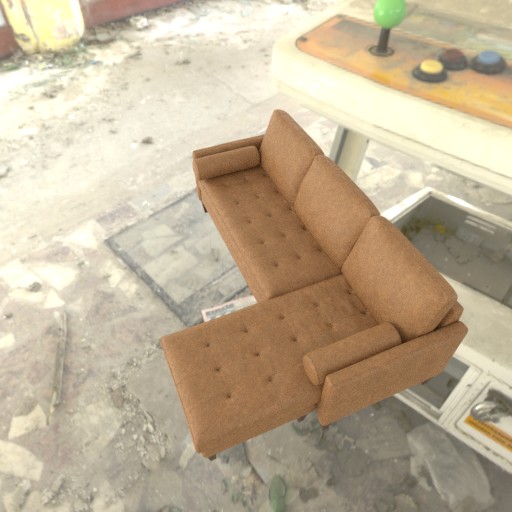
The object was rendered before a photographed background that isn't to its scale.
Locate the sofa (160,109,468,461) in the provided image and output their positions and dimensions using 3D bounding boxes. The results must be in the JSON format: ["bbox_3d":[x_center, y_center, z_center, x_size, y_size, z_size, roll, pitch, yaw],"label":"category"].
[{"bbox_3d":[0.000,0.000,2.914,1.506,0.876,2.178,-18,49,-16],"label":"sofa"}]
